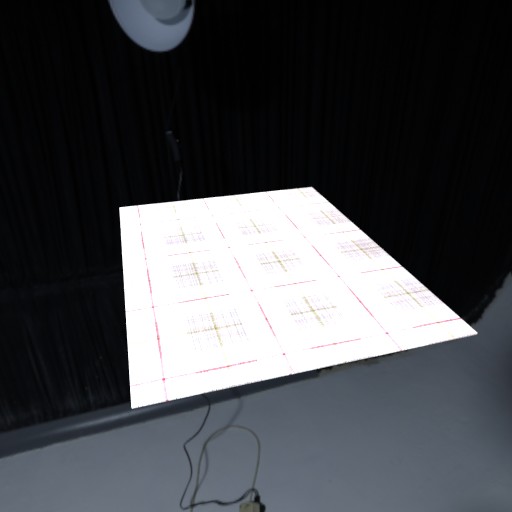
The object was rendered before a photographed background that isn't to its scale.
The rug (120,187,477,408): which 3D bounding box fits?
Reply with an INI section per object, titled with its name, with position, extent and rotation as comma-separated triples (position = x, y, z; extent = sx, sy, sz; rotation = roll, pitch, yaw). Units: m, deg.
[rug]
position = 0.000, 0.000, 4.012
extent = 2.317, 0.016, 2.959
rotation = -8, 30, -14
